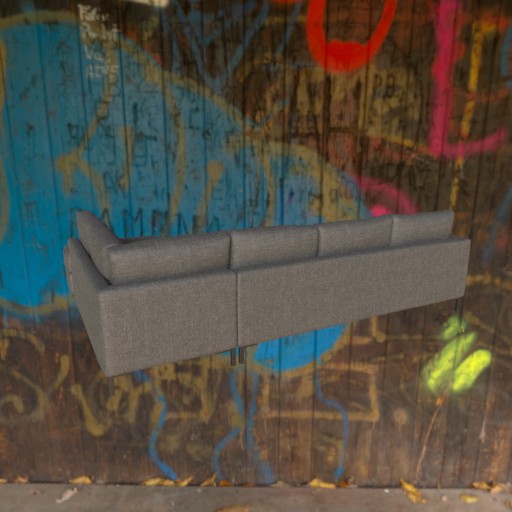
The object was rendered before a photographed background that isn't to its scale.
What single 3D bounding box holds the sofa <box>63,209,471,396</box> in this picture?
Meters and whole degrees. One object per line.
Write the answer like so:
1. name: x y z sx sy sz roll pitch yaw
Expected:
1. sofa: 0.000 0.000 3.856 2.972 0.858 1.984 -7 16 -26
